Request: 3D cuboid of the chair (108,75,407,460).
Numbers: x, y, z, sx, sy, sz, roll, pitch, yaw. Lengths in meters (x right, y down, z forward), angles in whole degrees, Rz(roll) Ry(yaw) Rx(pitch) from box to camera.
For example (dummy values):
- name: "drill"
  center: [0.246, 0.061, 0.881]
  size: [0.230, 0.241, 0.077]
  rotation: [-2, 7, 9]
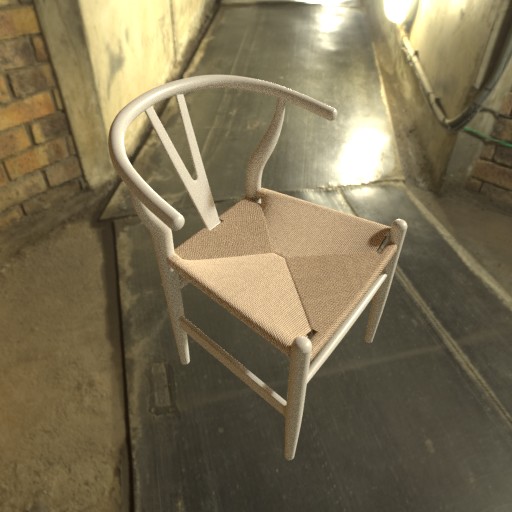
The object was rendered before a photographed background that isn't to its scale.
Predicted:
- name: "chair"
  center: [0.000, 0.000, 1.121]
  size: [0.579, 0.730, 0.569]
  rotation: [26, 48, 26]
